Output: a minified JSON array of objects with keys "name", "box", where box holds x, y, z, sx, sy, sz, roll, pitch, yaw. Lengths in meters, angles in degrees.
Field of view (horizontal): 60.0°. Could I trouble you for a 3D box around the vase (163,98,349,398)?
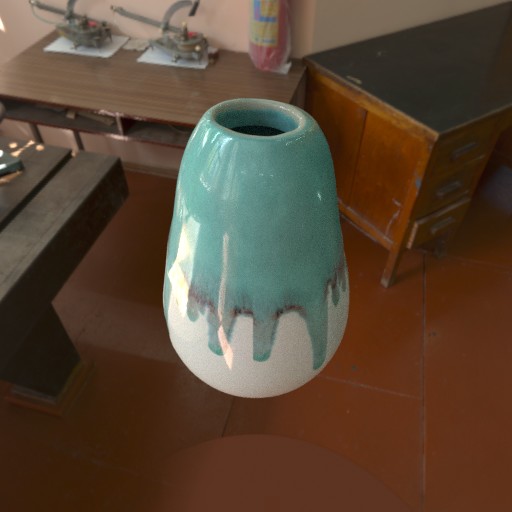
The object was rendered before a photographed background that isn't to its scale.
[{"name":"vase","box":[0.000,0.000,0.253,0.116,0.179,0.116,0,46,0]}]
